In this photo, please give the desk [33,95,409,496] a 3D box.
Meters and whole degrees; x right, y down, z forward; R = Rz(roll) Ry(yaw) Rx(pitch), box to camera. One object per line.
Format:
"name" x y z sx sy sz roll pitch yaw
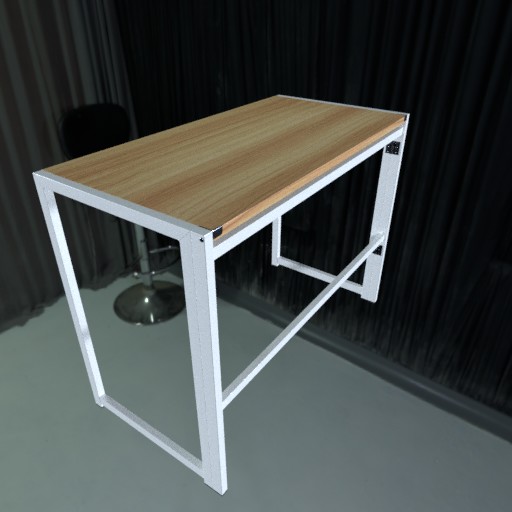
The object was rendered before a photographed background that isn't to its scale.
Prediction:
"desk" 0.000 0.000 1.414 0.508 0.762 1.016 20 37 30
